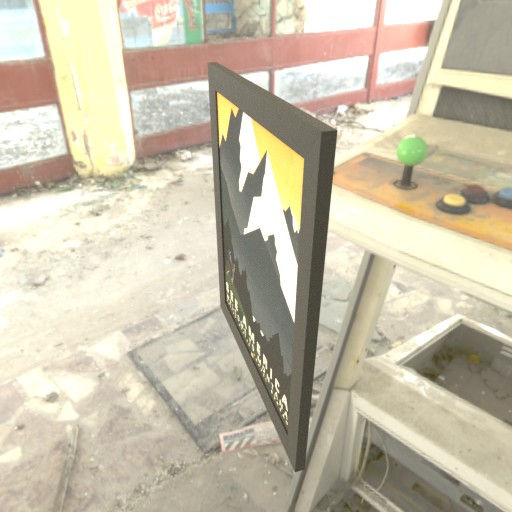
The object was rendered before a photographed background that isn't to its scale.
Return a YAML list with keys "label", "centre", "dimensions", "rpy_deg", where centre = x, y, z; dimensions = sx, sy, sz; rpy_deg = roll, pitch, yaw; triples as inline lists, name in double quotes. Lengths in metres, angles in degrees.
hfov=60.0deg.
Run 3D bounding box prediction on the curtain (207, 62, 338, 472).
- label: "curtain"
  centre: [0.000, 0.000, 0.804]
  dimensions: [0.027, 0.585, 0.483]
  rpy_deg: [-10, 33, -16]
